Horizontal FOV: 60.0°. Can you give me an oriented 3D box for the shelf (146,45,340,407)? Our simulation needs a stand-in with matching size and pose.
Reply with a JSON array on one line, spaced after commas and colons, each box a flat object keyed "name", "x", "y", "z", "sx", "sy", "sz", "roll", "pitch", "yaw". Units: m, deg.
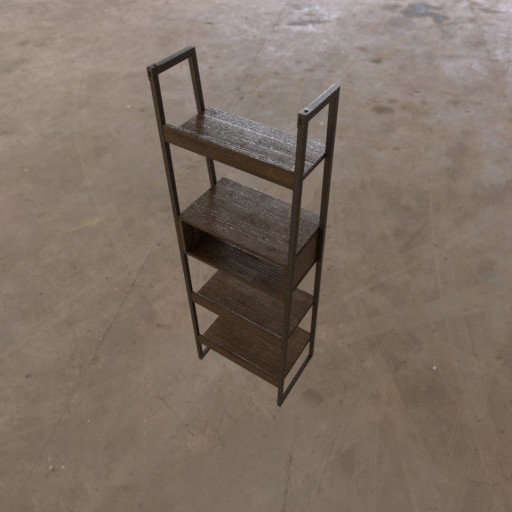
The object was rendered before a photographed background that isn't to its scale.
[{"name": "shelf", "x": 0.000, "y": 0.000, "z": 2.331, "sx": 0.652, "sy": 2.005, "sz": 0.454, "roll": 25, "pitch": 51, "yaw": 22}]
